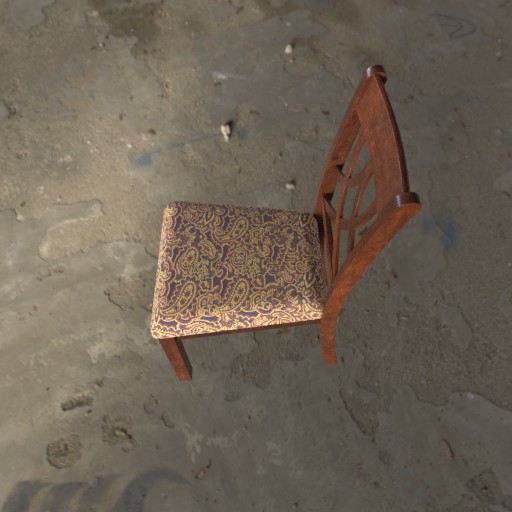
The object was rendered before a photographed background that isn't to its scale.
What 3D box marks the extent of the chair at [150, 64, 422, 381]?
[{"bbox_3d":[0.000,0.000,1.283,0.584,0.965,0.457,-1,58,0],"label":"chair"}]
